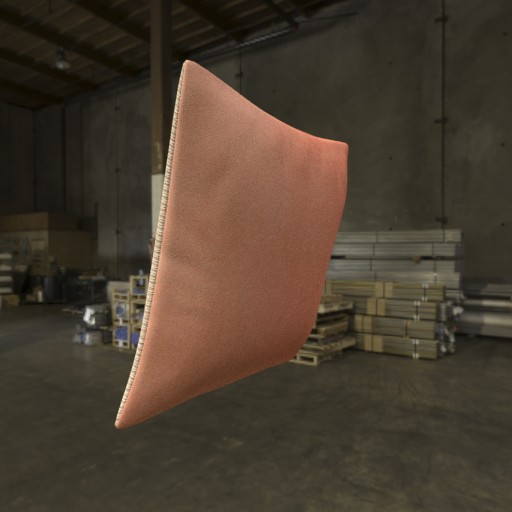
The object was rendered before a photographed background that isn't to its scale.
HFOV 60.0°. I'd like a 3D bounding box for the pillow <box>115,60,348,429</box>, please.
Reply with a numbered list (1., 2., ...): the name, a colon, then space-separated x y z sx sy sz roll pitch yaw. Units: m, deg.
1. pillow: 0.000 0.000 0.655 0.177 0.401 0.424 0 0 34
